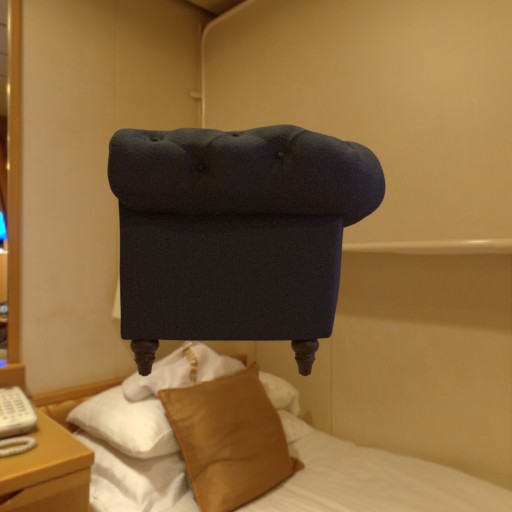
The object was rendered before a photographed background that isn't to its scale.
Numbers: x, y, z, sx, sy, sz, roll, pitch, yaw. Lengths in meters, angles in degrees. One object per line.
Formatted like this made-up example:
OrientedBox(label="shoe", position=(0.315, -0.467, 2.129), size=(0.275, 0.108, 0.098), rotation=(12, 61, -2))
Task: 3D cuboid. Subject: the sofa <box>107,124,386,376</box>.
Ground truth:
OrientedBox(label="sofa", position=(0.000, 0.000, 2.065), size=(1.032, 0.878, 1.405), rotation=(0, 0, -1))
